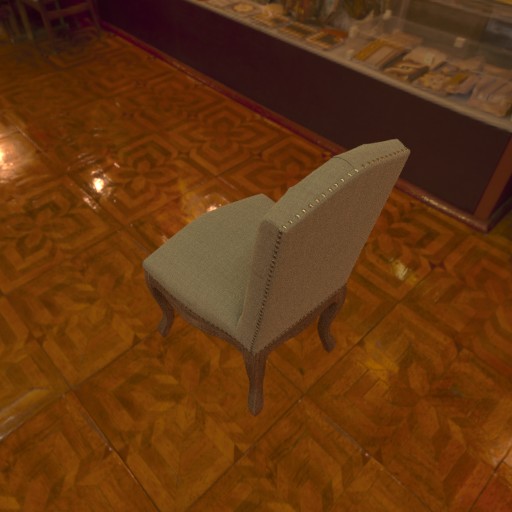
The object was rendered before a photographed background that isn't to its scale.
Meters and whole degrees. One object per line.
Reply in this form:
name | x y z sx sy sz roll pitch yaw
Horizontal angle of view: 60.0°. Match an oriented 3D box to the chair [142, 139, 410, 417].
chair | 0.000 0.000 1.643 0.637 1.191 0.731 -33 56 -27
